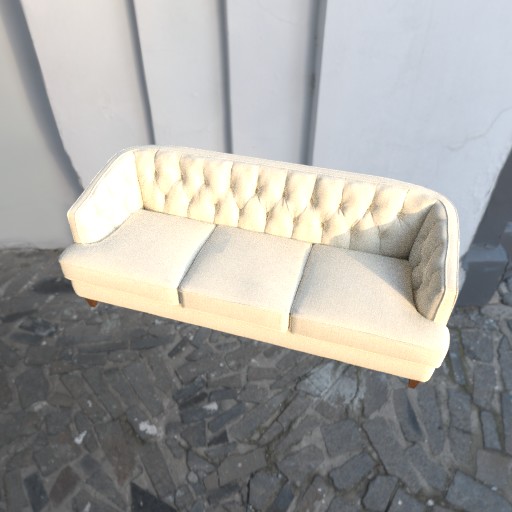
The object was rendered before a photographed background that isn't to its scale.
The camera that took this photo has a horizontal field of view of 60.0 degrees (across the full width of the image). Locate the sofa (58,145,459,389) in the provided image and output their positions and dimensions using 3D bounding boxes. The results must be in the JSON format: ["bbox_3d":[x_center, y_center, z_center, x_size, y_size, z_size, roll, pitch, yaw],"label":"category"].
[{"bbox_3d":[0.000,0.000,2.773,2.278,0.855,0.941,12,42,13],"label":"sofa"}]
